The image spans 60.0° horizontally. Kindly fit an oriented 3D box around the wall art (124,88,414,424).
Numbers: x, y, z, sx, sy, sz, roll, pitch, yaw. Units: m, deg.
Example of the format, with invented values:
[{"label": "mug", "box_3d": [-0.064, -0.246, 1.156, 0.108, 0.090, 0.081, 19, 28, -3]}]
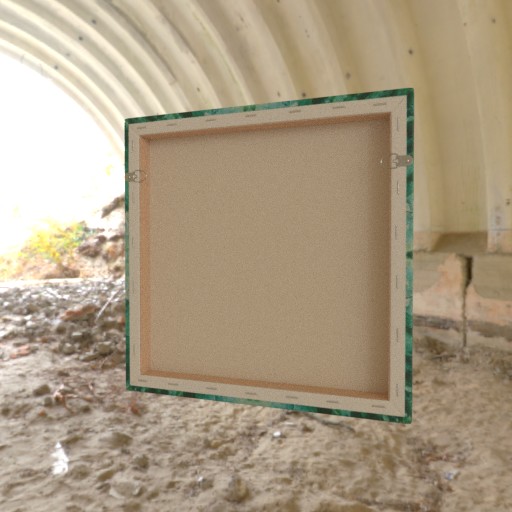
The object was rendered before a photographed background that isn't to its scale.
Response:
[{"label": "wall art", "box_3d": [0.000, 0.000, 0.759, 0.507, 0.508, 0.038, 0, 1, 19]}]
